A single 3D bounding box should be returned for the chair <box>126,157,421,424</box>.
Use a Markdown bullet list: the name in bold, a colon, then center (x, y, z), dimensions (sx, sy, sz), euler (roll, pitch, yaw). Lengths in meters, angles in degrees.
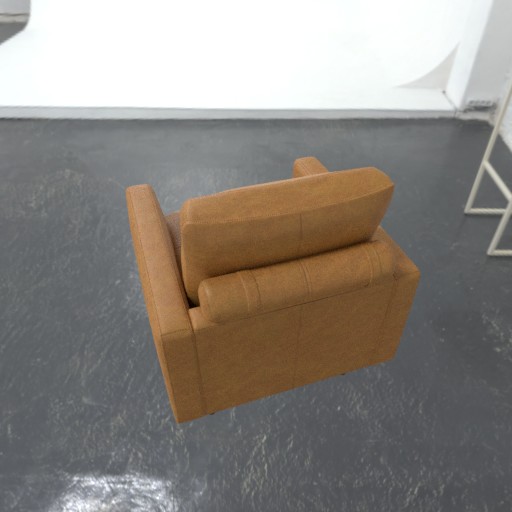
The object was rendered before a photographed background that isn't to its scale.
- **chair**: center (0.000, 0.000, 1.614), dimensions (0.831, 0.896, 0.868), euler (-12, 42, -14)
